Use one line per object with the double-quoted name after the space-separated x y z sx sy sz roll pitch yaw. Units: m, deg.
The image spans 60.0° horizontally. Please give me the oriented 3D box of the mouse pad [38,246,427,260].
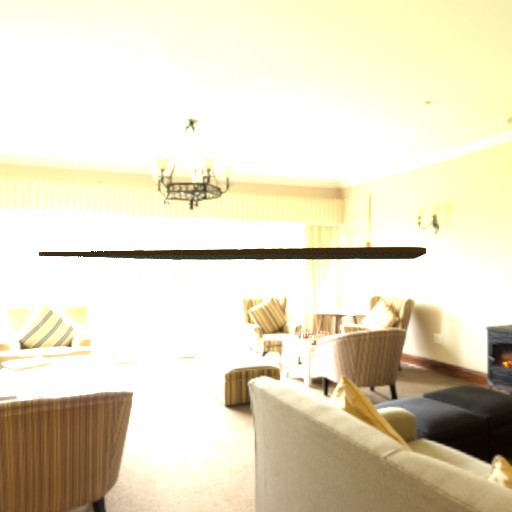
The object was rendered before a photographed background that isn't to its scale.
0.000 0.000 0.330 0.229 0.003 0.203 0 -1 18 "mouse pad"
